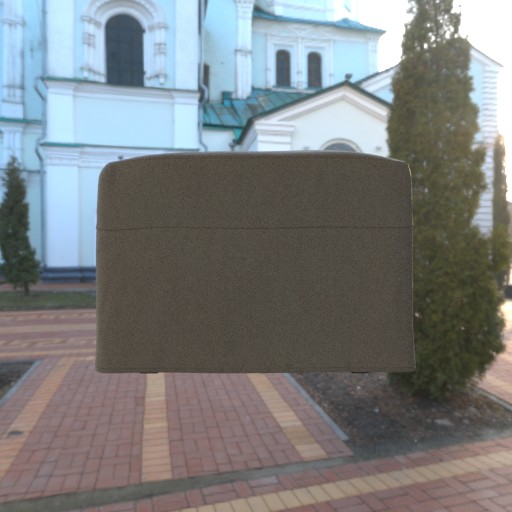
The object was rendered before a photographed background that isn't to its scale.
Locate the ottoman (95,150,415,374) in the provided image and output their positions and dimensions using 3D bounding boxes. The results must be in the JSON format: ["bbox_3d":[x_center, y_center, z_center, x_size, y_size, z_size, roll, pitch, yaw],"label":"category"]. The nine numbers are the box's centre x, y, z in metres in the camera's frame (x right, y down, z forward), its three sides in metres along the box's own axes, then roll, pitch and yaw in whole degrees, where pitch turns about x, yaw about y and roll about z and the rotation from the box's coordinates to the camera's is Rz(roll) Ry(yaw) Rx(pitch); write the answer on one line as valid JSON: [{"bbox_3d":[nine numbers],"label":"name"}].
[{"bbox_3d":[0.000,0.000,1.195,0.590,0.444,0.872,0,1,0],"label":"ottoman"}]
